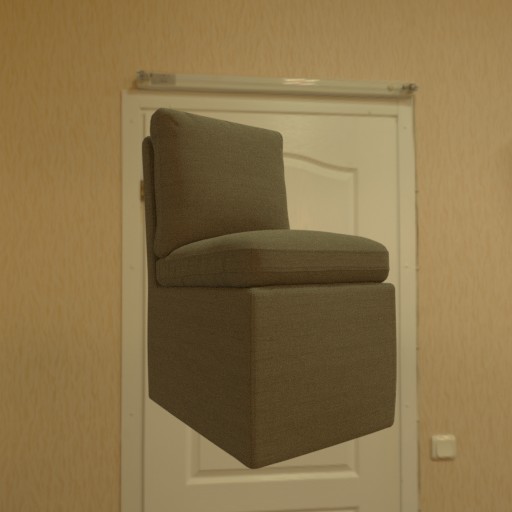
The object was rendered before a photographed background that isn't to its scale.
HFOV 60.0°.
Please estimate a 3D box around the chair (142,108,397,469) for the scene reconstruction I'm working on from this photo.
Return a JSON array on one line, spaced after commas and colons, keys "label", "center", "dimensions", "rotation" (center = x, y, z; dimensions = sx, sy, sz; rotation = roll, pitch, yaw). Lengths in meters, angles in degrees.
[{"label": "chair", "center": [0.000, 0.000, 1.341], "dimensions": [0.503, 0.927, 0.698], "rotation": [1, -1, -34]}]
